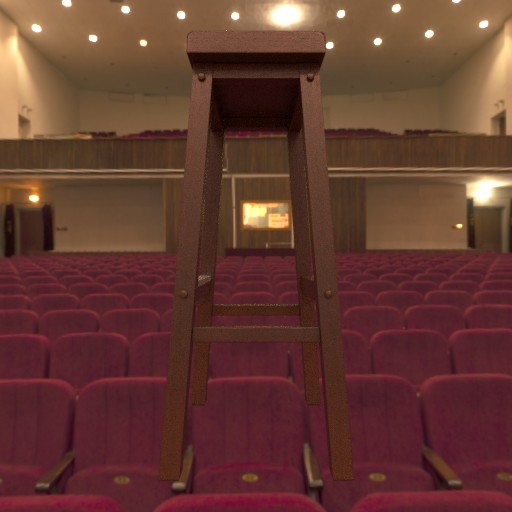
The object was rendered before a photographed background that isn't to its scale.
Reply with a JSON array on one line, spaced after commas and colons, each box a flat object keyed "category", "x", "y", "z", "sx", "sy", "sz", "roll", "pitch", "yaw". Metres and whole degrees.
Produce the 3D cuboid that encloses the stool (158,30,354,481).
[{"category": "stool", "x": 0.000, "y": 0.000, "z": 0.931, "sx": 0.322, "sy": 0.742, "sz": 0.406, "roll": 0, "pitch": 0, "yaw": 0}]
